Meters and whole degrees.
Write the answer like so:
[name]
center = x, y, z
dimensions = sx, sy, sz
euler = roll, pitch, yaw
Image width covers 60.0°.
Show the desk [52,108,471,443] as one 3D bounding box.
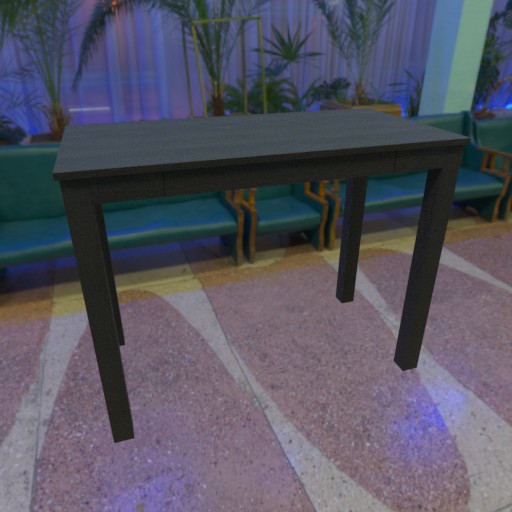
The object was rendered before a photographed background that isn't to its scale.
[desk]
center = 0.000, 0.000, 1.377
dimensions = 0.991, 0.762, 0.499
euler = -9, 28, -16
